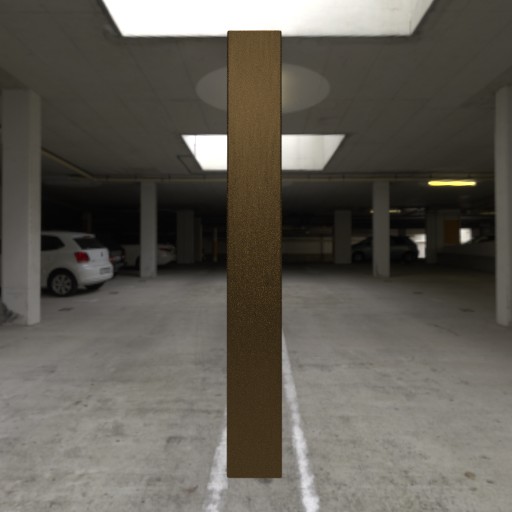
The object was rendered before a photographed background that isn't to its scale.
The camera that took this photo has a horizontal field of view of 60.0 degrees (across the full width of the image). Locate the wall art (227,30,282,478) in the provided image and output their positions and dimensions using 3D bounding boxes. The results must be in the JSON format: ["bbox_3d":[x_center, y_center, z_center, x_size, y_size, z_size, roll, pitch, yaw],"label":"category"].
[{"bbox_3d":[0.000,0.000,0.453,0.037,0.305,0.305,0,-1,0],"label":"wall art"}]
